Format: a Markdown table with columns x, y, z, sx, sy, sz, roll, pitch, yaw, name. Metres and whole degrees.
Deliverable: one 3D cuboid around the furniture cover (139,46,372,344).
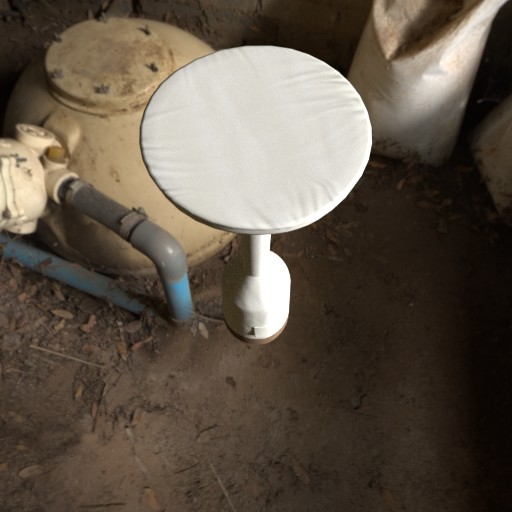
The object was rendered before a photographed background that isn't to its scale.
| x | y | z | sx | sy | sz | roll | pitch | yaw | name |
| --- | --- | --- | --- | --- | --- | --- | --- | --- | --- |
| 0.000 | 0.000 | 2.831 | 0.914 | 2.413 | 0.914 | -18 | 66 | -8 | furniture cover |
